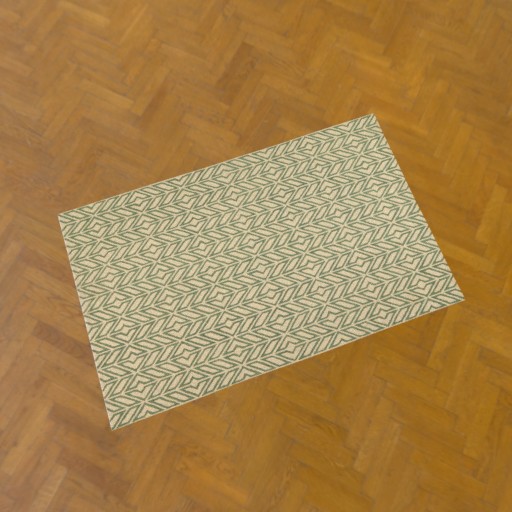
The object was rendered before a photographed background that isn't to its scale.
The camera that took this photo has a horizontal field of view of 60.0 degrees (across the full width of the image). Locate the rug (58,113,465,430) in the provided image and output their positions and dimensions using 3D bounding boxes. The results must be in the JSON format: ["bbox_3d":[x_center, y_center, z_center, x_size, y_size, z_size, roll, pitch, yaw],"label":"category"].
[{"bbox_3d":[0.000,0.000,3.049,2.435,0.011,1.517,-19,75,-5],"label":"rug"}]
